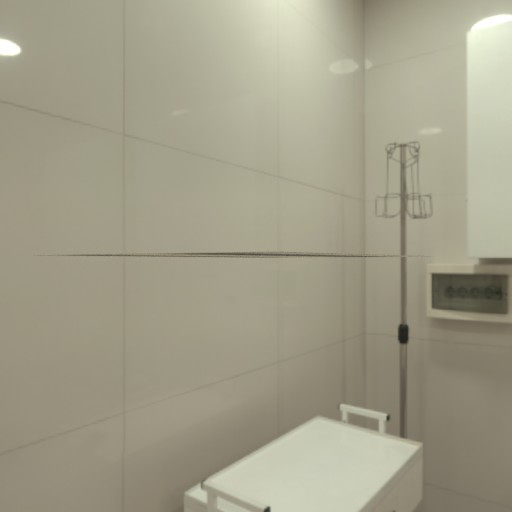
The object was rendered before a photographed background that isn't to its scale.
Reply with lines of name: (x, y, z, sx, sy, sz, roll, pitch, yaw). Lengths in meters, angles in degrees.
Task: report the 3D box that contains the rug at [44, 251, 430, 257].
rug: (0.000, 0.000, 4.227, 2.453, 0.004, 3.037, 0, -1, 36)
